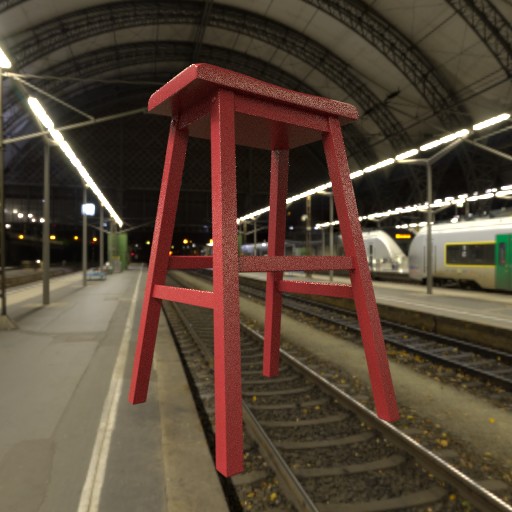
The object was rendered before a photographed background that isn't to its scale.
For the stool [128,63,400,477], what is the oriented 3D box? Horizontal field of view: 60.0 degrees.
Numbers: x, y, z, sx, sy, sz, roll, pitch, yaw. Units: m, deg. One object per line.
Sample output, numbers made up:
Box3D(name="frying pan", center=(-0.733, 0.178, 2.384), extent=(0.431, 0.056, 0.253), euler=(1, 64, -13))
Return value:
Box3D(name="stool", center=(0.000, 0.000, 1.060), extent=(0.457, 0.737, 0.476), euler=(0, 0, -35))
